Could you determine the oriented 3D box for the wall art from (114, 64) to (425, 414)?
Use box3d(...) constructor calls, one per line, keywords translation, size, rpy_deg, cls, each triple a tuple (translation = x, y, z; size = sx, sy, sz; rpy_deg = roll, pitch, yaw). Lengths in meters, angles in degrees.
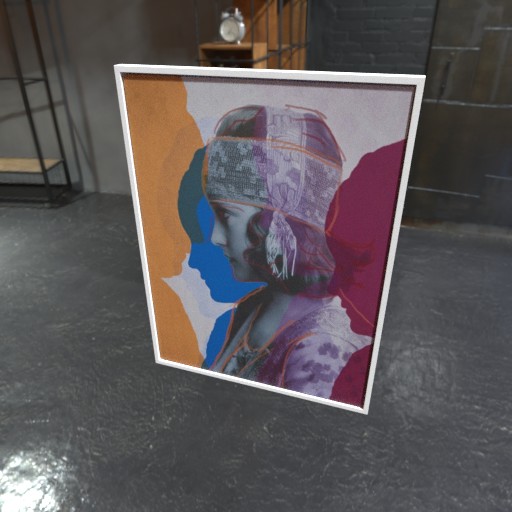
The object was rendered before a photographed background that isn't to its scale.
box3d(translation=(0.000, 0.000, 1.349), size=(0.795, 1.050, 0.039), rpy_deg=(9, 30, 16), cls="wall art")
